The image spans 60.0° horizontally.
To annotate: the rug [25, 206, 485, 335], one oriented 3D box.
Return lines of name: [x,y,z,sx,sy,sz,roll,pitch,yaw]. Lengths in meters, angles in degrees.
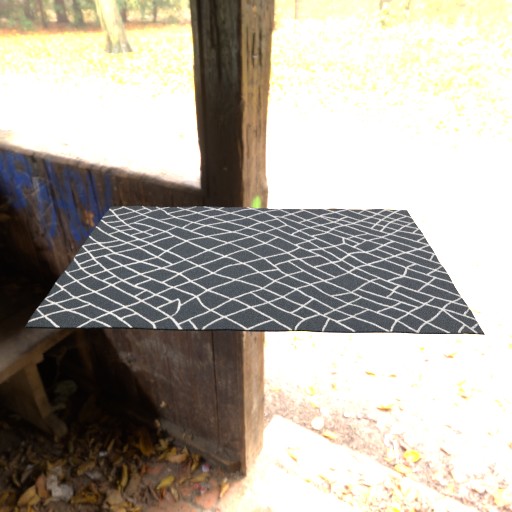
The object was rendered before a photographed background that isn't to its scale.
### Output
rug: [0.000,0.000,3.001,2.448,0.017,1.529,1,31,1]
